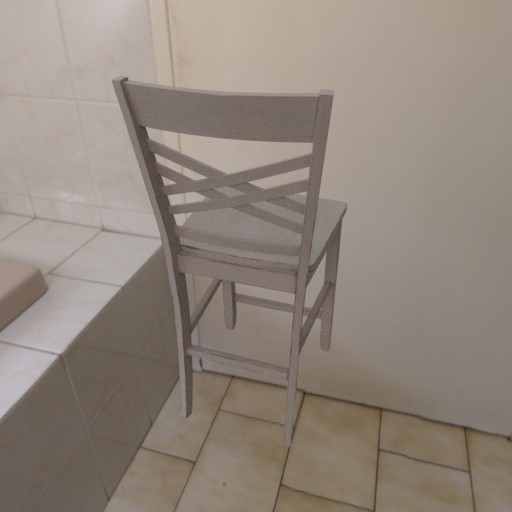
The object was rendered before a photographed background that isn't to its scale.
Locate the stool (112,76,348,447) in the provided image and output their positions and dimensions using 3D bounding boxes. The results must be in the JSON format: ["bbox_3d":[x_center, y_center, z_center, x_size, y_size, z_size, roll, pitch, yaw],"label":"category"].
[{"bbox_3d":[0.000,0.000,1.344,0.462,1.079,0.539,10,33,16],"label":"stool"}]
